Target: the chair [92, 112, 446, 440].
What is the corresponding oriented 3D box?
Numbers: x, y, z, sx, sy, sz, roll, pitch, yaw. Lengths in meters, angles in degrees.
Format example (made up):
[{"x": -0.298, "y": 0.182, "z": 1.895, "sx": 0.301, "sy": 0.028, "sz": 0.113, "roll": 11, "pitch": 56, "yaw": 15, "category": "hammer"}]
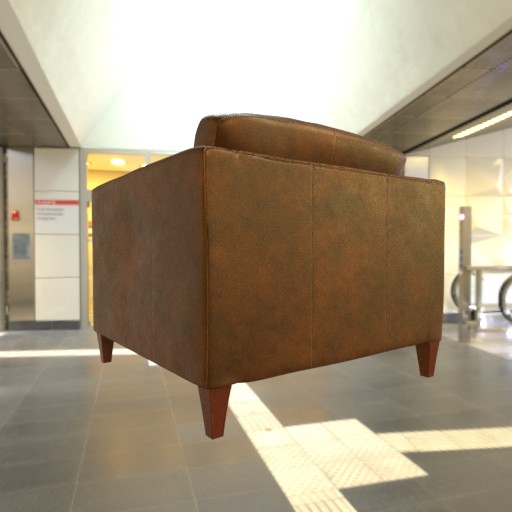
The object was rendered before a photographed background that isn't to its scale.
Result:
[{"x": 0.000, "y": 0.000, "z": 1.701, "sx": 0.990, "sy": 0.864, "sz": 0.975, "roll": -1, "pitch": 1, "yaw": -35, "category": "chair"}]
